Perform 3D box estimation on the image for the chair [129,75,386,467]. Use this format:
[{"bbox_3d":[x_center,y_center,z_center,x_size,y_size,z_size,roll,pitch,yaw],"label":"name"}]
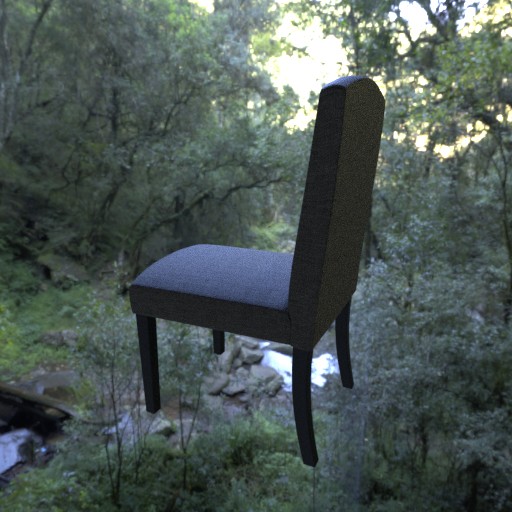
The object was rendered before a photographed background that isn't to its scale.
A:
[{"bbox_3d":[0.000,0.000,1.248,0.580,0.917,0.451,7,18,24],"label":"chair"}]
